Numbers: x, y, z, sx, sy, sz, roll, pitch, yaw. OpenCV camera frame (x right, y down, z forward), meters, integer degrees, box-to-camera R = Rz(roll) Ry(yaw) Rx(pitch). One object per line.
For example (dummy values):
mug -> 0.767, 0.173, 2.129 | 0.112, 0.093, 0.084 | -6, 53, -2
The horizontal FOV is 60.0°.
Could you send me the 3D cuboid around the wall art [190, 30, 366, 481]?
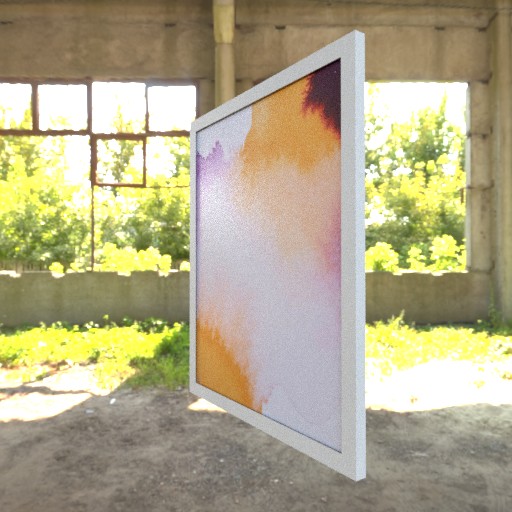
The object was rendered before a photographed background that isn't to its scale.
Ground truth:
wall art -> 0.000, 0.000, 1.074 | 0.026, 0.811, 0.661 | 0, -1, -35
